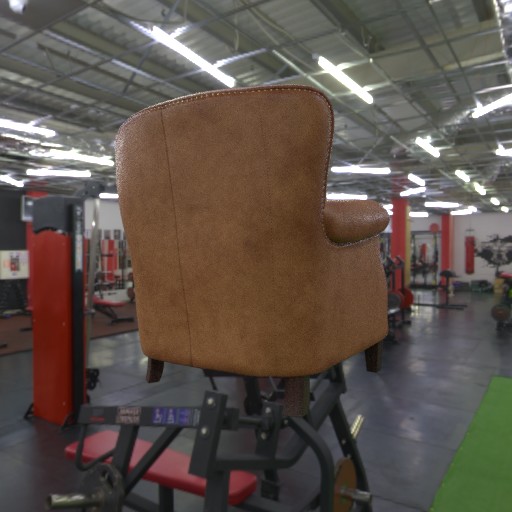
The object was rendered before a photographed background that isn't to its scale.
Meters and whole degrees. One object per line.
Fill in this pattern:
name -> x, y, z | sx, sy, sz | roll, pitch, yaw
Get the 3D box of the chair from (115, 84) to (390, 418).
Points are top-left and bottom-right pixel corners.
chair -> 0.000, 0.000, 1.646 | 0.861, 0.936, 0.921 | 0, 0, 36
